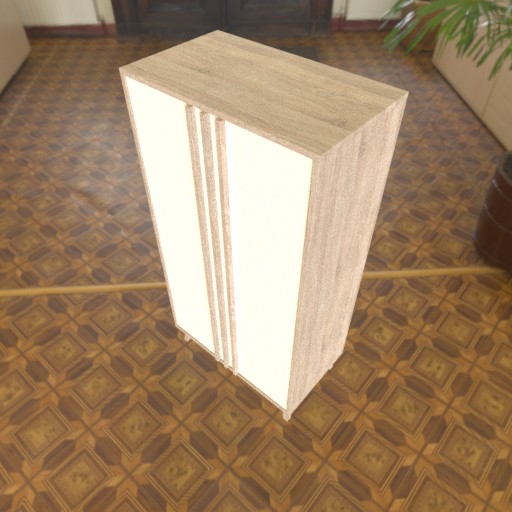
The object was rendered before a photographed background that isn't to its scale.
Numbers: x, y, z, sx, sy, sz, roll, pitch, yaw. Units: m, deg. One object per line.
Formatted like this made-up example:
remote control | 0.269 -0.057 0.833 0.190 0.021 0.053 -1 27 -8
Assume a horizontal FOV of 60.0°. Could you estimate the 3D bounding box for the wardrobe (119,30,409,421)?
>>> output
wardrobe | 0.000 0.000 2.430 1.000 1.960 0.600 31 53 27
